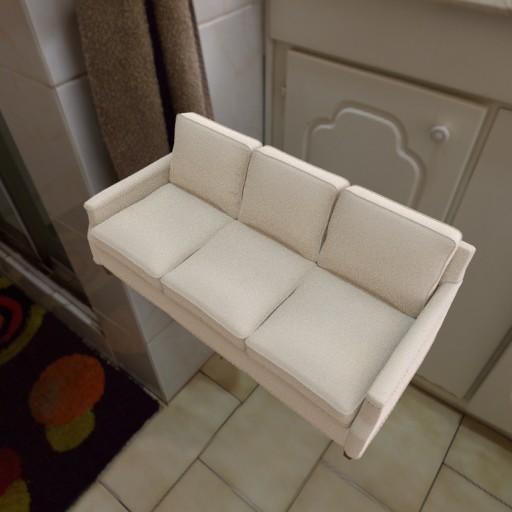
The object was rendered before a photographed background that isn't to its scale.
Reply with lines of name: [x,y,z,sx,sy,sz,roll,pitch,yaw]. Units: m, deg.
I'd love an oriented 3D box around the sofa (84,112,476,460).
sofa: [0.000,0.000,2.796,2.246,1.003,1.084,31,53,27]
